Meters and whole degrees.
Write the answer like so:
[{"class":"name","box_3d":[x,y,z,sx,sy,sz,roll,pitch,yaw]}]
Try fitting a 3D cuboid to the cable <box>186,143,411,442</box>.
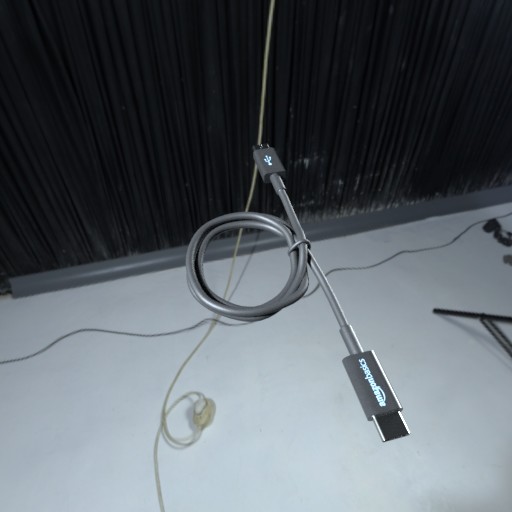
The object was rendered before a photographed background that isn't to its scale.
[{"class":"cable","box_3d":[0.000,0.000,0.215,0.070,0.014,0.192,-11,48,-10]}]
